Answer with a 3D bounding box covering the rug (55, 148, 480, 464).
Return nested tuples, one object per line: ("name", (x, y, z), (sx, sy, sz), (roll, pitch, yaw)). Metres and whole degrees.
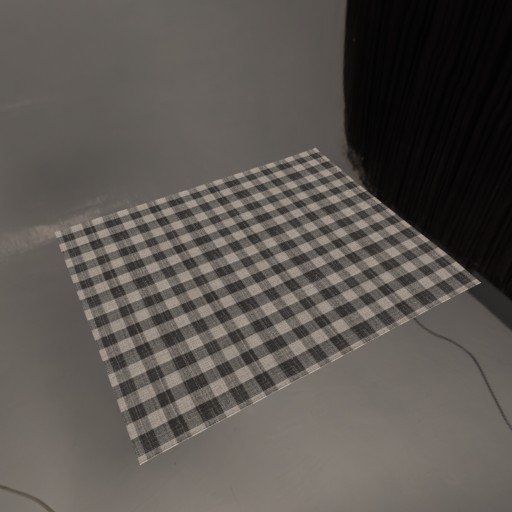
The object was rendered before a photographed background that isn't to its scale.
("rug", (0.000, 0.000, 3.988), (3.021, 0.013, 2.432), (-22, 49, -20))
